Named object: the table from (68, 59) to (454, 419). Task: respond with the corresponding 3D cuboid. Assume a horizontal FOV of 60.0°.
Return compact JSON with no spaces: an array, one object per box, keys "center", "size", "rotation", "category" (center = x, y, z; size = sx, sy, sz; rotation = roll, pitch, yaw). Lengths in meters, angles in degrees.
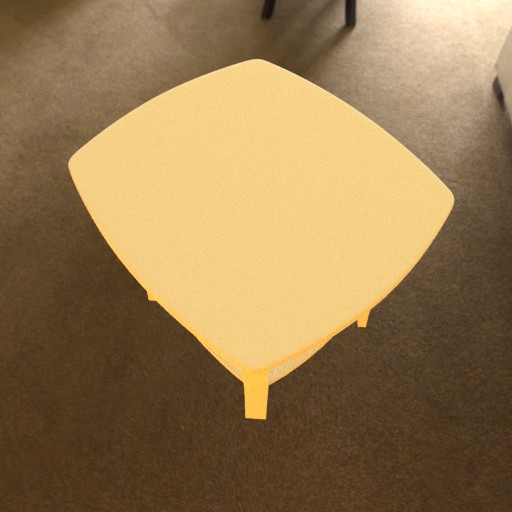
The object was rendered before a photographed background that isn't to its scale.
[{"center":[0.000,0.000,0.843],"size":[0.451,0.438,0.502],"rotation":[-37,65,-20],"category":"table"}]
